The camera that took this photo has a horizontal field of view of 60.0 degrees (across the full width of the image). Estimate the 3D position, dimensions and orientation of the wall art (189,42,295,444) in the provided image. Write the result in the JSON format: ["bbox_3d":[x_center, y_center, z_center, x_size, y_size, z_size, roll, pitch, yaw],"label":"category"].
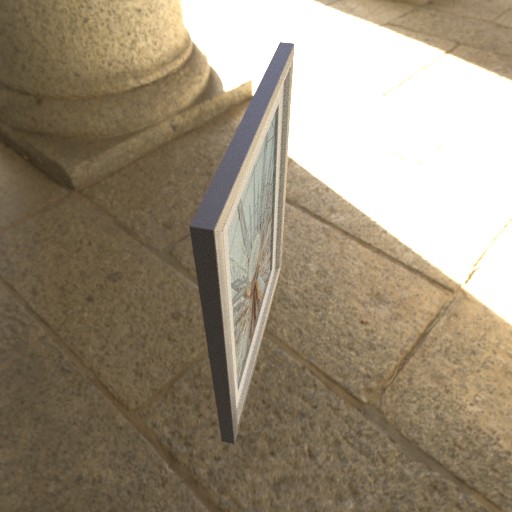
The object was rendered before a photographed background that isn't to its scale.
[{"bbox_3d":[0.000,0.000,0.785,0.029,0.558,0.458,10,48,9],"label":"wall art"}]
